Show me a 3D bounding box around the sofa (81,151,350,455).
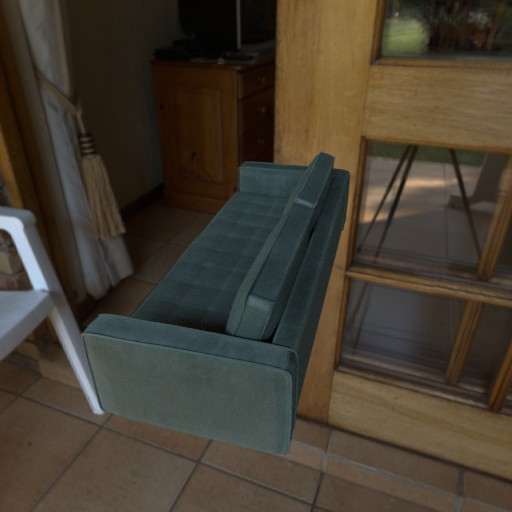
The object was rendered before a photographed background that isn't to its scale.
[{"bbox_3d":[0.000,0.000,2.646,0.886,0.781,2.214,8,31,14],"label":"sofa"}]
